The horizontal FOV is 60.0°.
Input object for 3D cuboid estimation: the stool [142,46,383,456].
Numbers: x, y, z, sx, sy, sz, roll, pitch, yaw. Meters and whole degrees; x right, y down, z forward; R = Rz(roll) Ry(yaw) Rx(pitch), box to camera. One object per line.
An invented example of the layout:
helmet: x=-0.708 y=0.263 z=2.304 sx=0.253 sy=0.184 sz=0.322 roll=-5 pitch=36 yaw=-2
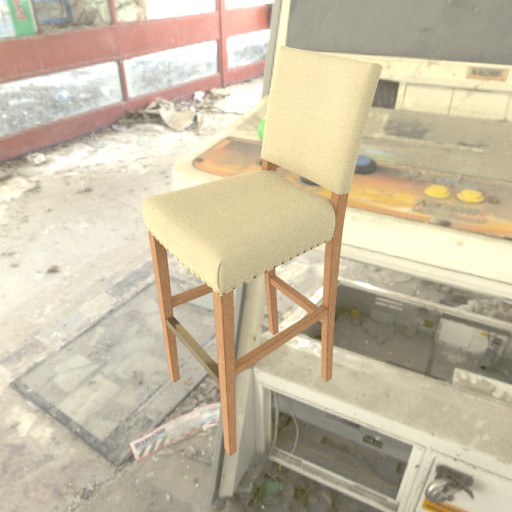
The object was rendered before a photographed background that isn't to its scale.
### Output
stool: x=0.000 y=0.000 z=1.411 sx=0.546 sy=1.143 sz=0.428 roll=-22 pitch=39 yaw=-30
